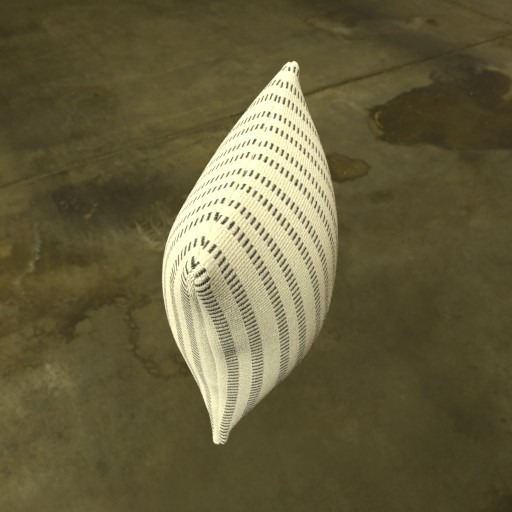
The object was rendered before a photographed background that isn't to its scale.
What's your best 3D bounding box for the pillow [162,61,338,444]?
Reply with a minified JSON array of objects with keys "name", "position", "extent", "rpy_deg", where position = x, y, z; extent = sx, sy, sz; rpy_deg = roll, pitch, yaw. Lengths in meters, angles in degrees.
[{"name":"pillow","position":[0.000,0.000,0.677],"extent":[0.247,0.419,0.438],"rpy_deg":[11,48,10]}]
